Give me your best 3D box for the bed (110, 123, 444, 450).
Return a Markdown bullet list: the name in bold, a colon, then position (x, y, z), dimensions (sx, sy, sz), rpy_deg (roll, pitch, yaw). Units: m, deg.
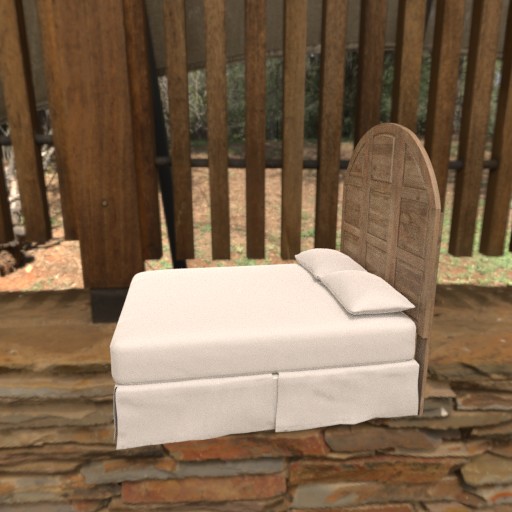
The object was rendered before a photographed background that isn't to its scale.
- **bed**: position (0.000, 0.000, 3.456), dimensions (2.112, 2.002, 1.713), rpy_deg (-2, 15, -9)
